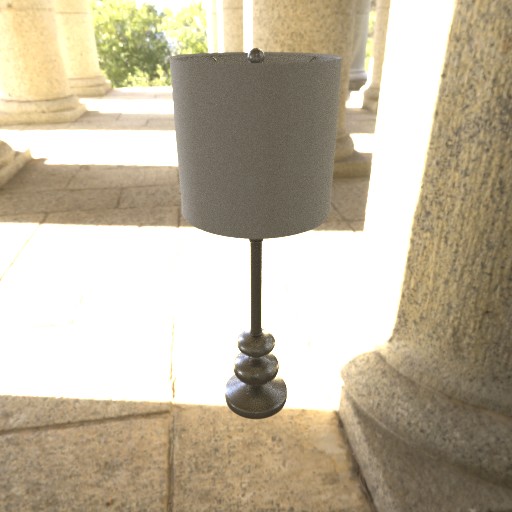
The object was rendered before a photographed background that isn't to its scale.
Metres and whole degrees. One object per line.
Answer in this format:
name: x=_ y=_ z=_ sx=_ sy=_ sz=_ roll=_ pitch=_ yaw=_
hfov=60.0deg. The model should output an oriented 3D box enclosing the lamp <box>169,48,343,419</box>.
lamp: x=0.000 y=0.000 z=0.811 sx=0.254 sy=0.690 sz=0.254 roll=-20 pitch=33 yaw=-33
